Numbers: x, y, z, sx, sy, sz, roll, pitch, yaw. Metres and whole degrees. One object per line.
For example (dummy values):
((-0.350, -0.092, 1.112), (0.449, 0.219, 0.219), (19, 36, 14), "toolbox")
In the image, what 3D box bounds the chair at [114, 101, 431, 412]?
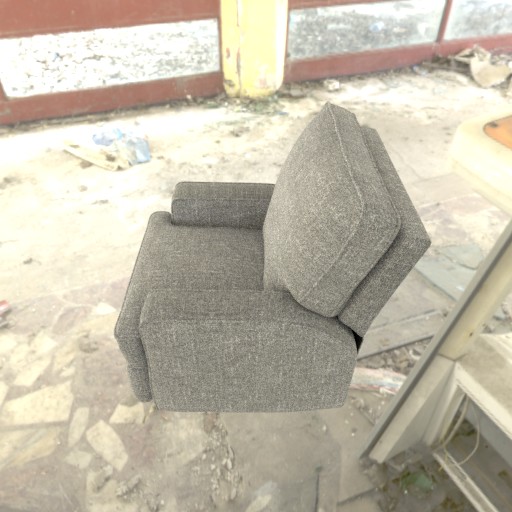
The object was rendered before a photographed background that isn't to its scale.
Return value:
((0.000, 0.000, 1.718), (0.964, 0.962, 0.861), (0, 40, 0), "chair")
